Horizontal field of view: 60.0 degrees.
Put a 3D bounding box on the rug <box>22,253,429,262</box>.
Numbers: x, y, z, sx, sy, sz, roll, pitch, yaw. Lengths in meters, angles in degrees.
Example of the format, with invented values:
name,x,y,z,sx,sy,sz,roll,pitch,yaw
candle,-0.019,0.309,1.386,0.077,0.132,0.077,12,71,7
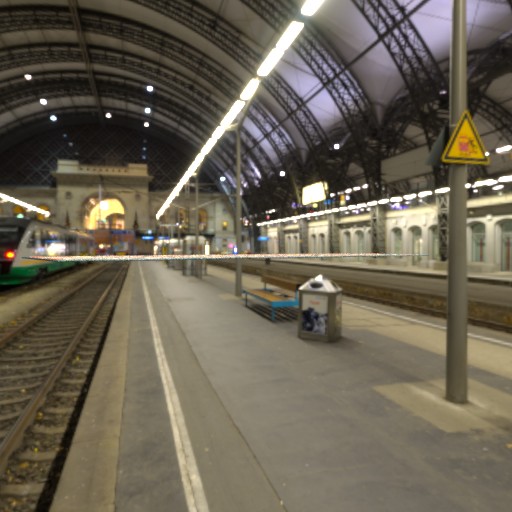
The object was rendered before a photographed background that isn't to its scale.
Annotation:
name,x,y,z,sx,sy,sz,roll,pitch,yaw
rug,0.000,0.000,2.712,2.459,0.010,0.801,-1,1,-36
